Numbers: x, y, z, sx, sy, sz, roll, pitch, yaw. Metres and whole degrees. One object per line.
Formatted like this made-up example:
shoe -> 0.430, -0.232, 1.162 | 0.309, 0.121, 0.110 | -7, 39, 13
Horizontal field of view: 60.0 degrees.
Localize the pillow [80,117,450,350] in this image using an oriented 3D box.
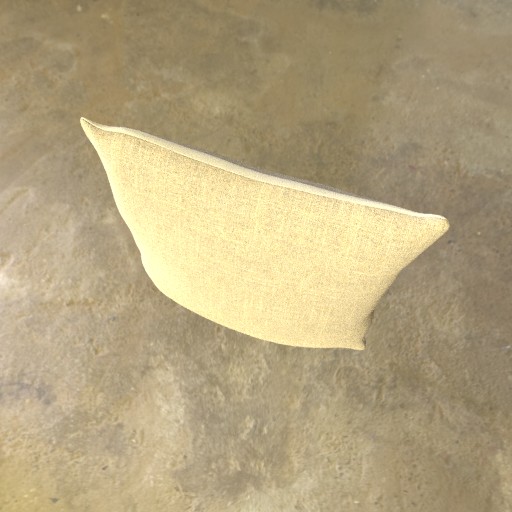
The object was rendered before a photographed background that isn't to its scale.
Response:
pillow -> 0.000, 0.000, 0.672 | 0.439, 0.440, 0.182 | 18, 65, 9
